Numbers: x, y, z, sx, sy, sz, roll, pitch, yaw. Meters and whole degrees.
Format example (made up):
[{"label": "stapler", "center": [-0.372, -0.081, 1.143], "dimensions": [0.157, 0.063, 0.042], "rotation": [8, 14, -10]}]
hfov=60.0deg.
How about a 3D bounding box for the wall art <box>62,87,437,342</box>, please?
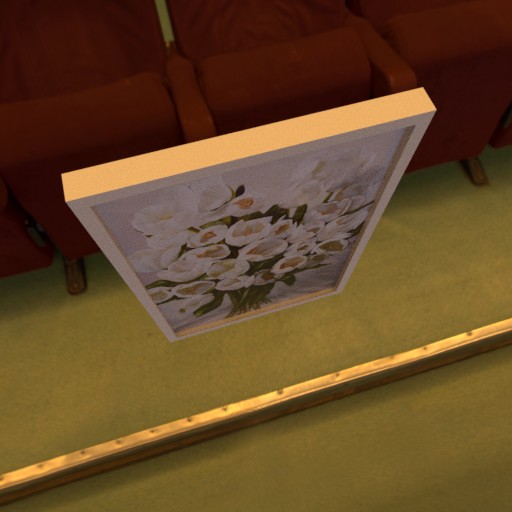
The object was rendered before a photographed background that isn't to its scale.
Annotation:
[{"label": "wall art", "center": [0.000, 0.000, 0.535], "dimensions": [0.293, 0.428, 0.025], "rotation": [-15, 67, -7]}]
